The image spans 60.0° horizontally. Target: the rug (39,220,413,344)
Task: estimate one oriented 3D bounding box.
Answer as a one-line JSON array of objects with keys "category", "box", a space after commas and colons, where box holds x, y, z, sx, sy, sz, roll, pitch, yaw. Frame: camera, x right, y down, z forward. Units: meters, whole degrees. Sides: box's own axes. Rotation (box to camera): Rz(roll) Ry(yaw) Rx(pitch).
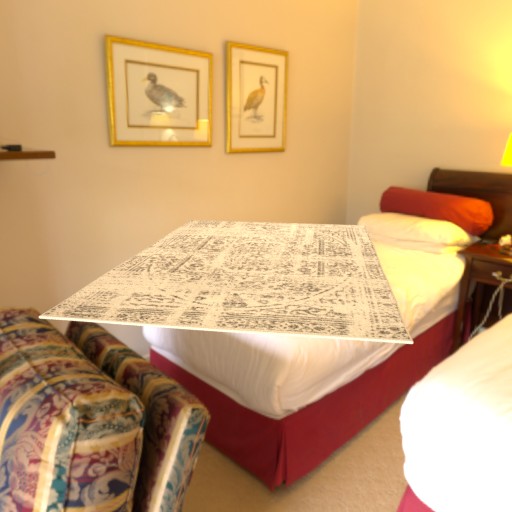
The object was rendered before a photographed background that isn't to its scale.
[{"category": "rug", "box": [0.000, 0.000, 3.112, 1.706, 0.026, 2.438, 2, 16, 9]}]
